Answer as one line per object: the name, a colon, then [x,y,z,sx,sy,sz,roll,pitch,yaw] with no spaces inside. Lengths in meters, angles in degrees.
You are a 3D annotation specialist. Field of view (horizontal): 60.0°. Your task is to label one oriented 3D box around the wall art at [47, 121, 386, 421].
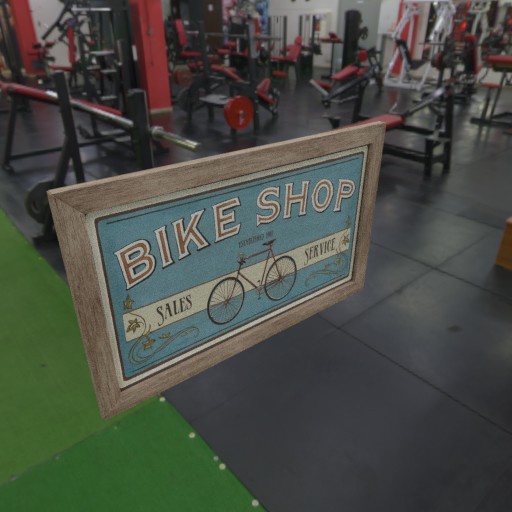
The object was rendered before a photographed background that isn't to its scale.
wall art: [0.000,0.000,0.983,0.780,0.480,0.021,-21,35,-32]
